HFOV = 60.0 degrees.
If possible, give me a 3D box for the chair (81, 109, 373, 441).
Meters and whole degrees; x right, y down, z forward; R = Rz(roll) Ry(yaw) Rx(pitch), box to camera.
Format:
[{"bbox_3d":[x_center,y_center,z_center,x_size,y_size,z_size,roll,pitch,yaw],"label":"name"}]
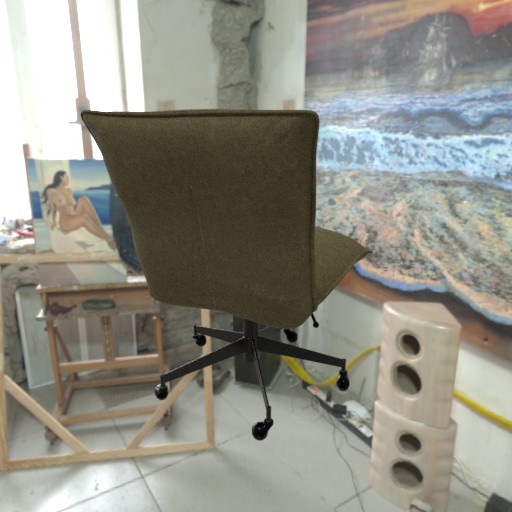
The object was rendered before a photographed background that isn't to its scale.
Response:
[{"bbox_3d":[0.000,0.000,1.312,0.597,0.811,0.696,8,18,26],"label":"chair"}]
